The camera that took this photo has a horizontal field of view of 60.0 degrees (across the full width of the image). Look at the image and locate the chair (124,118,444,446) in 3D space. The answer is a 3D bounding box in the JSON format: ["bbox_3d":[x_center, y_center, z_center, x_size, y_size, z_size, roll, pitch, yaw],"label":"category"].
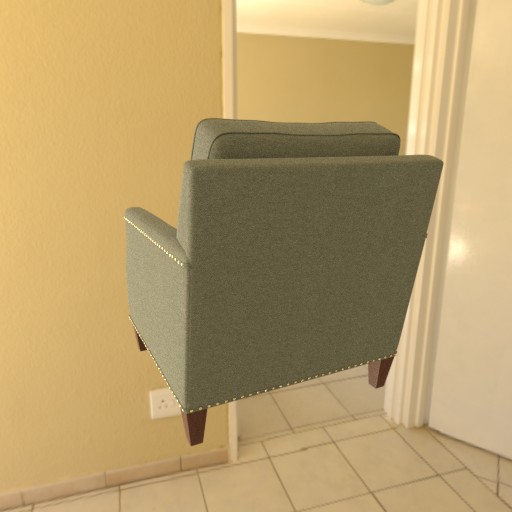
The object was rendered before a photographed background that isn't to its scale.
[{"bbox_3d":[0.000,0.000,1.790,0.885,1.031,1.031,-7,16,-26],"label":"chair"}]
